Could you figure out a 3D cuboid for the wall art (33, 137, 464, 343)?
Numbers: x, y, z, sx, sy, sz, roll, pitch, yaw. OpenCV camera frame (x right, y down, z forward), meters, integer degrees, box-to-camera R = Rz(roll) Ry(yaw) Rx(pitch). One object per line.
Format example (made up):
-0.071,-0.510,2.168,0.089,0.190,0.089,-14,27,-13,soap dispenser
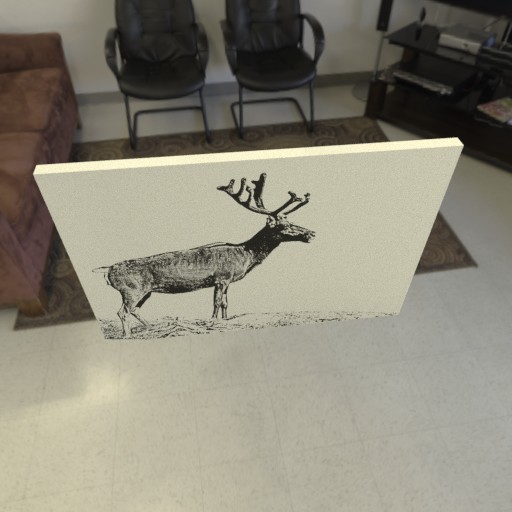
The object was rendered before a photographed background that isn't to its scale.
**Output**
0.000,0.000,1.160,0.906,0.617,0.033,-5,46,-5,wall art
